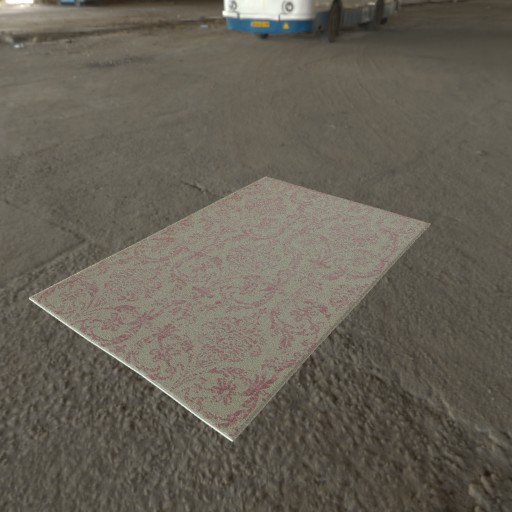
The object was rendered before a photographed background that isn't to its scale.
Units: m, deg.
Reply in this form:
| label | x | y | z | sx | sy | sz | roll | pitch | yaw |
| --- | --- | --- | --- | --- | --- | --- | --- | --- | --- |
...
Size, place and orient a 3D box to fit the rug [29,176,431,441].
| label | x | y | z | sx | sy | sz | roll | pitch | yaw |
| --- | --- | --- | --- | --- | --- | --- | --- | --- | --- |
| rug | 0.000 | 0.000 | 3.486 | 1.819 | 0.018 | 2.746 | 22 | 38 | 31 |
